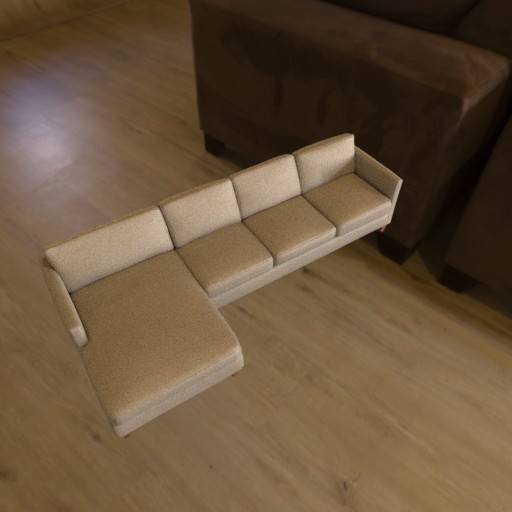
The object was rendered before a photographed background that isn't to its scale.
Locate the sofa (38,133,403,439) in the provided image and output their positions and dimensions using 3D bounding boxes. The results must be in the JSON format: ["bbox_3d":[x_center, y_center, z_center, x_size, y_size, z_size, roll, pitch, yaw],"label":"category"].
[{"bbox_3d":[0.000,0.000,3.820,3.201,0.876,1.502,-25,51,-22],"label":"sofa"}]
